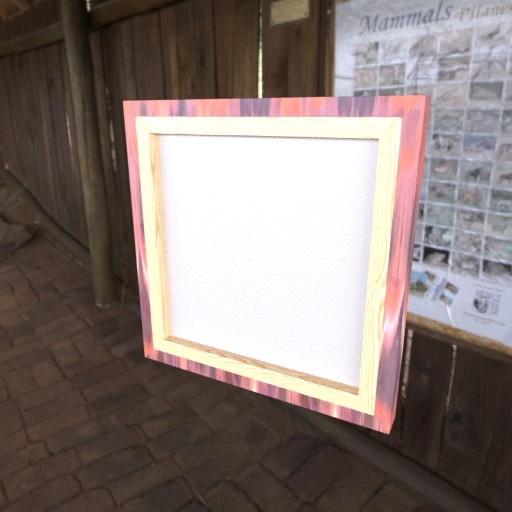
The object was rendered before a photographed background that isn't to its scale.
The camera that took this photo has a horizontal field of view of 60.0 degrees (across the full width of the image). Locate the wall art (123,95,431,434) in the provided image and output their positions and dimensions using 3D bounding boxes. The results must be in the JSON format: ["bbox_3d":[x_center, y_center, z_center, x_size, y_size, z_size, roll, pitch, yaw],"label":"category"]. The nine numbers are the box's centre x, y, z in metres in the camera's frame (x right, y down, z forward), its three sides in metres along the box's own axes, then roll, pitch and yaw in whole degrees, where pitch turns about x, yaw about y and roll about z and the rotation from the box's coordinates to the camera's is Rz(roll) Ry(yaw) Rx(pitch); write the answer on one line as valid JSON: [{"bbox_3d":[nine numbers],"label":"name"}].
[{"bbox_3d":[0.000,0.000,0.608,0.403,0.406,0.038,9,20,27],"label":"wall art"}]
